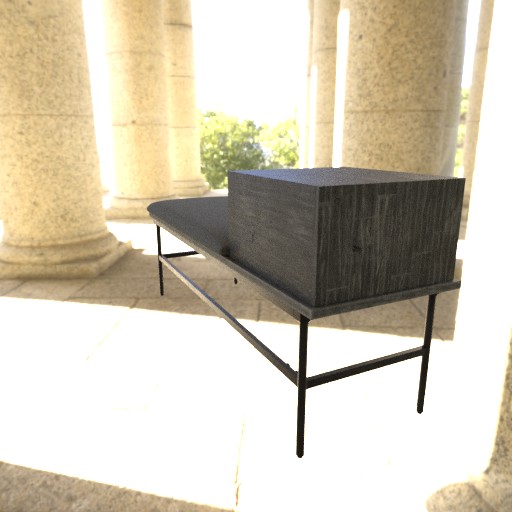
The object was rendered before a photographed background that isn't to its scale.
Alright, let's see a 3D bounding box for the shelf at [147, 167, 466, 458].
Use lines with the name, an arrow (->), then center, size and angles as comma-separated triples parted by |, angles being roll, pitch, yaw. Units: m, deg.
shelf -> 0.000, 0.000, 1.564 | 0.457, 0.633, 1.342 | -7, 17, -26
